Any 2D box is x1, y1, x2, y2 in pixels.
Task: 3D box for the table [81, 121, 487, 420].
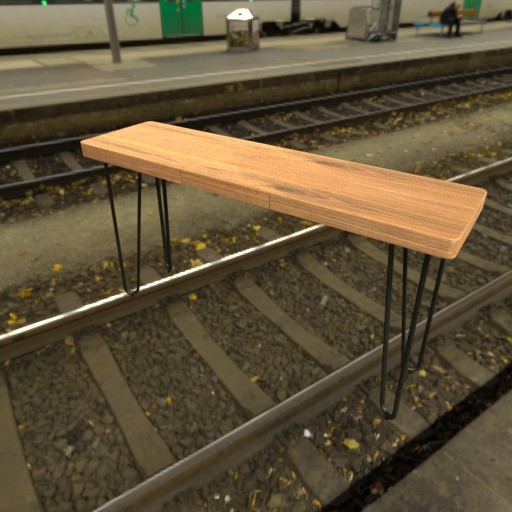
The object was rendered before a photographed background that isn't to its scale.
[{"bbox_3d":[0.000,0.000,1.905,1.570,0.834,0.425,19,36,29],"label":"table"}]
